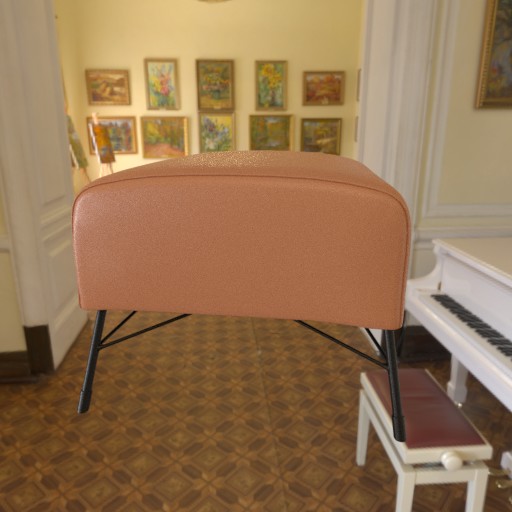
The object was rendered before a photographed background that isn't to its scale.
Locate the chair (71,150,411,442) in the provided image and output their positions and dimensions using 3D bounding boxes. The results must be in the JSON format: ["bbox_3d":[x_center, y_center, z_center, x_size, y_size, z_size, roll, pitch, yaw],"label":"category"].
[{"bbox_3d":[0.000,0.000,0.893,0.530,0.410,0.530,2,16,8],"label":"chair"}]
